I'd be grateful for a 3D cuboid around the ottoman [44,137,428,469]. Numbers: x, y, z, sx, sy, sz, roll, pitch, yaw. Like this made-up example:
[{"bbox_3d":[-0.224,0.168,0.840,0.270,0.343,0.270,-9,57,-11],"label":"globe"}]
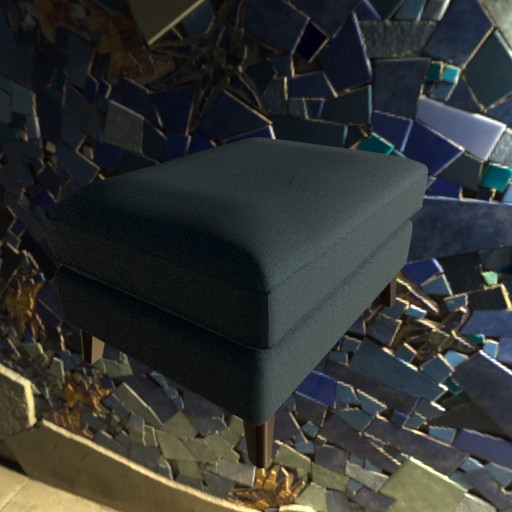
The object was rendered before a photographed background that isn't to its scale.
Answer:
[{"bbox_3d":[0.000,0.000,1.197,0.629,0.503,0.835,17,31,31],"label":"ottoman"}]
